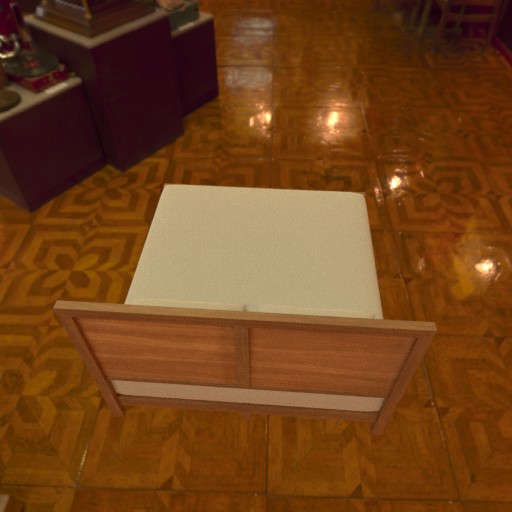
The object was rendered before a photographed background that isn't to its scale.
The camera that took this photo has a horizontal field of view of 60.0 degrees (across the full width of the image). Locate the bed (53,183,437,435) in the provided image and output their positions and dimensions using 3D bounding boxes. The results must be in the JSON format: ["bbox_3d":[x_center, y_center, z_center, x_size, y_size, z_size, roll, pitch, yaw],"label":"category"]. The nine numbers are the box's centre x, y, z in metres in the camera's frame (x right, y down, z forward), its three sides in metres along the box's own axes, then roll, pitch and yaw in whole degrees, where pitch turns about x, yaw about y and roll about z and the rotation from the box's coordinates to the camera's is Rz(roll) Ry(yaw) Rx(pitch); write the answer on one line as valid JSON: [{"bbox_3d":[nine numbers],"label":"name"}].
[{"bbox_3d":[0.000,0.000,3.552,2.003,1.387,2.184,3,47,3],"label":"bed"}]
